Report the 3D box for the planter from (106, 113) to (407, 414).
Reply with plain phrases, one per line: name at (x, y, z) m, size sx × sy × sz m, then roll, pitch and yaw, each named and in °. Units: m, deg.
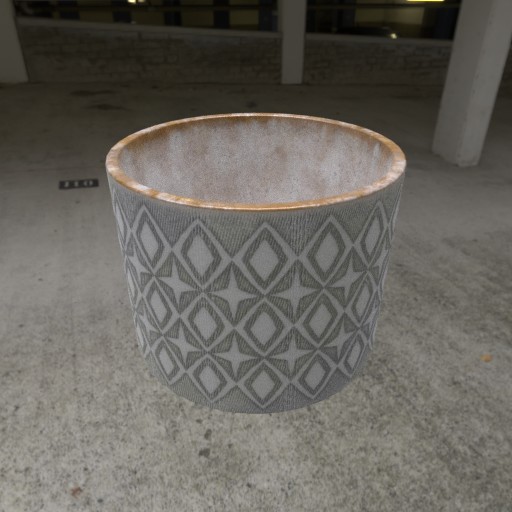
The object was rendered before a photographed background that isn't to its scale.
planter at (0.000, 0.000, 0.447) m, size 0.255 × 0.223 × 0.255 m, roll 0°, pitch 31°, yaw 0°
